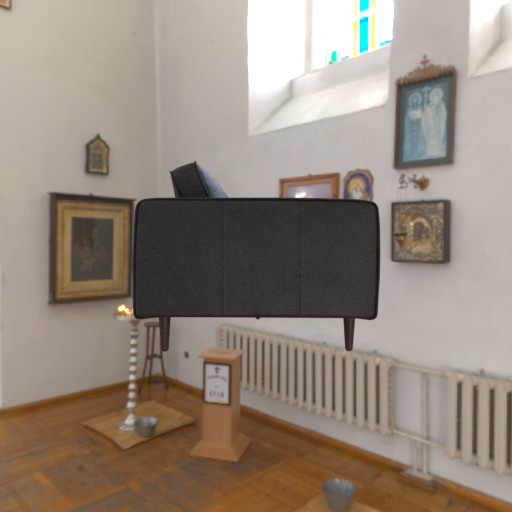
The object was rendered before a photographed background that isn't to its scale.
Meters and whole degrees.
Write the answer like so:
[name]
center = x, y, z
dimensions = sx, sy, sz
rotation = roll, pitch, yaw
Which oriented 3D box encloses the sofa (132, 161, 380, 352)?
[sofa]
center = 0.000, 0.000, 2.672
dimensions = 0.914, 0.762, 2.210
rotation = 0, 0, -1
